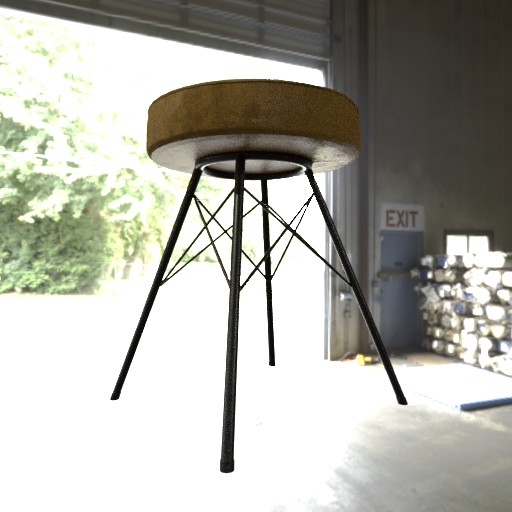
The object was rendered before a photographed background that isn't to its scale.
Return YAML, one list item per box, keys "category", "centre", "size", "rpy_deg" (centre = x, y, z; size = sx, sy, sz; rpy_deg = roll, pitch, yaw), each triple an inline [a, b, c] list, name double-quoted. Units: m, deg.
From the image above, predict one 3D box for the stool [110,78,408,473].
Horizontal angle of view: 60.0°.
- category: "stool"
  centre: [0.000, 0.000, 0.909]
  size: [0.472, 0.595, 0.438]
  rpy_deg: [0, 0, -37]
